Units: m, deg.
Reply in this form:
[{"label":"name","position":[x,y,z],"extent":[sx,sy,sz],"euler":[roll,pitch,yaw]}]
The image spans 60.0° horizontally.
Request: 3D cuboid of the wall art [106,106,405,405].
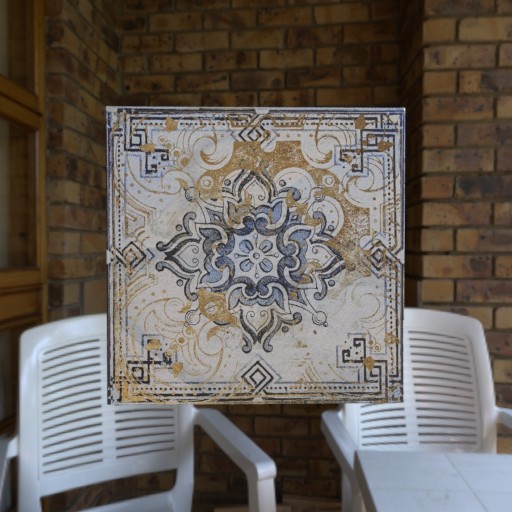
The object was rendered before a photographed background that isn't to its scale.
[{"label":"wall art","position":[0.000,0.000,0.922],"extent":[0.609,0.607,0.036],"euler":[0,1,-1]}]
